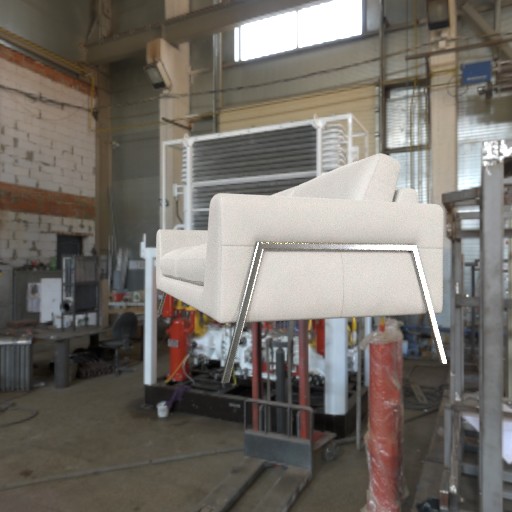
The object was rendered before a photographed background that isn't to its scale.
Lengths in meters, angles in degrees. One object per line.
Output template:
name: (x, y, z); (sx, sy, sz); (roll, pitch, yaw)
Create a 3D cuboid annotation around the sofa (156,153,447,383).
sofa: (0.000, 0.000, 2.578); (0.953, 0.875, 2.017); (0, -1, -19)
